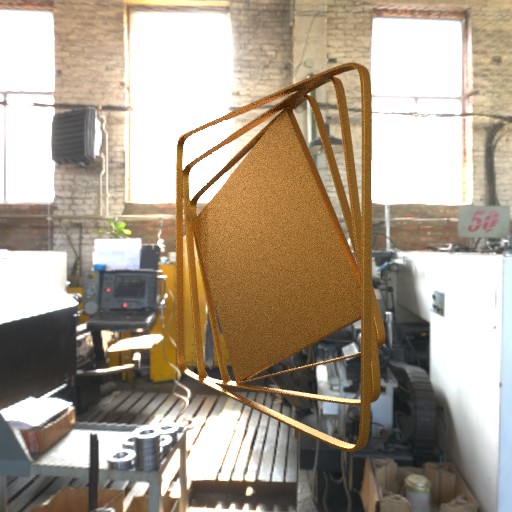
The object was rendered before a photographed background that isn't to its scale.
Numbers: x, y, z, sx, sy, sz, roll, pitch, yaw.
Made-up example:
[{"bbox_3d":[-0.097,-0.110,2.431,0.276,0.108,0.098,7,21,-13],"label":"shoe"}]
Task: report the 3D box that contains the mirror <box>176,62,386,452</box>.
[{"bbox_3d":[0.000,0.000,0.702,0.045,0.468,0.470,-1,1,-37],"label":"mirror"}]
